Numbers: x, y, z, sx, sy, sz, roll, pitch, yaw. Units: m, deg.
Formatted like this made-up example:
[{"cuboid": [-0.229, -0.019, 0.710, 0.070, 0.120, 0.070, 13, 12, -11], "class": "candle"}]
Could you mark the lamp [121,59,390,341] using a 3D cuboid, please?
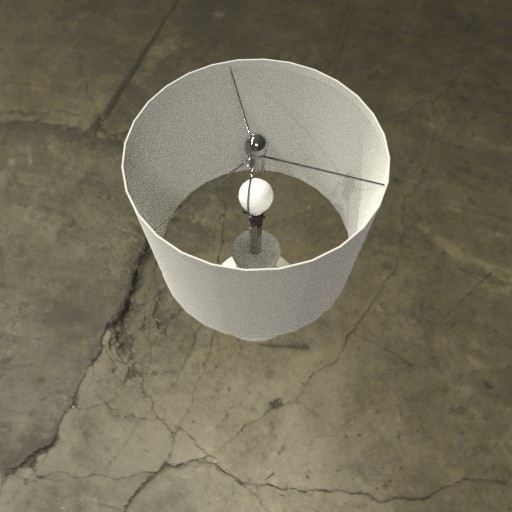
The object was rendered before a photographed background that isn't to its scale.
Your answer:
[{"cuboid": [0.000, 0.000, 0.868, 0.357, 0.673, 0.357, 15, 64, 8], "class": "lamp"}]
